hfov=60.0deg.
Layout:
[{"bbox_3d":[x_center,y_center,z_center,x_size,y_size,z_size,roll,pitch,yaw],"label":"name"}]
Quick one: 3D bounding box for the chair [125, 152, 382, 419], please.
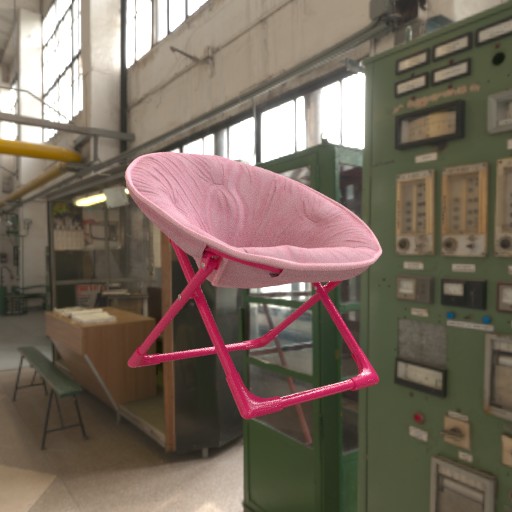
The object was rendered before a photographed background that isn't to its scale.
[{"bbox_3d":[0.000,0.000,0.908,0.522,0.494,0.459,0,1,-36],"label":"chair"}]
